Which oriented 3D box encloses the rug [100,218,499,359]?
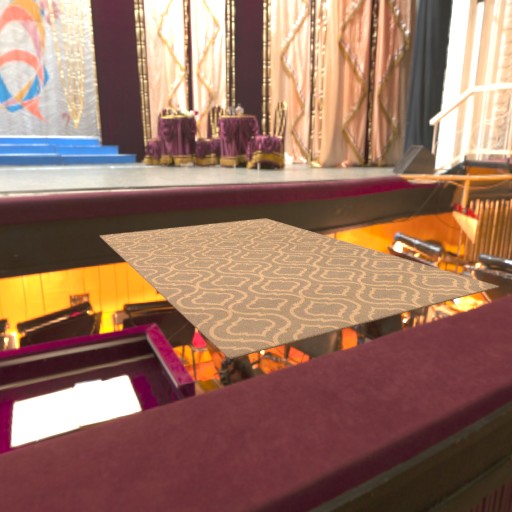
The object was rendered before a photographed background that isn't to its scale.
[{"bbox_3d":[0.000,0.000,2.151,1.141,0.015,1.749,-8,17,-28],"label":"rug"}]
